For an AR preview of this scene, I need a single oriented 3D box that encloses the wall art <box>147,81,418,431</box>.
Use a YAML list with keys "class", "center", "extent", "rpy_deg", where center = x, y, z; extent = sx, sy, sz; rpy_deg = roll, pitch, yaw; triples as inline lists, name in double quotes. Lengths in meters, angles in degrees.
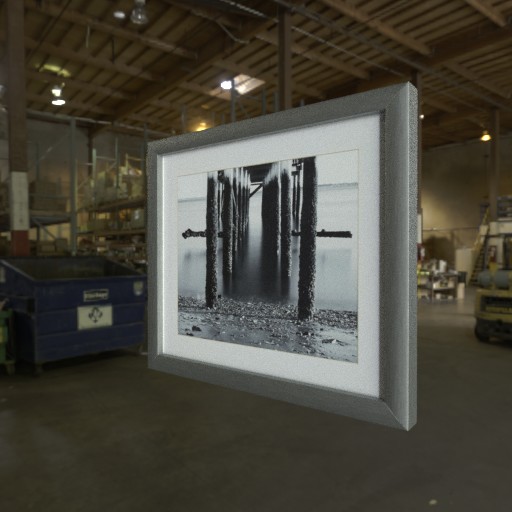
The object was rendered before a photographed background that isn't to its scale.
- class: "wall art"
  center: [0.000, 0.000, 0.543]
  extent: [0.380, 0.330, 0.028]
  rpy_deg: [0, 0, 37]
